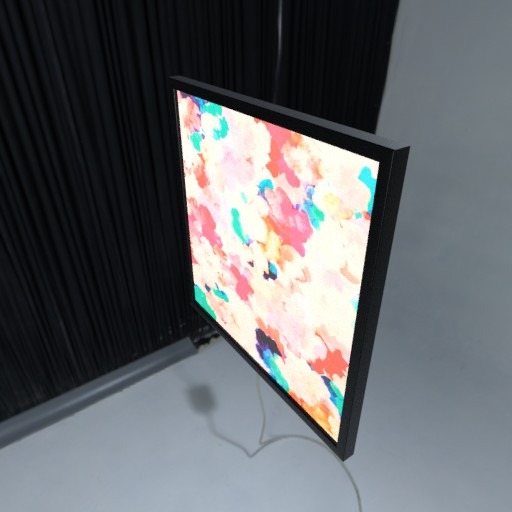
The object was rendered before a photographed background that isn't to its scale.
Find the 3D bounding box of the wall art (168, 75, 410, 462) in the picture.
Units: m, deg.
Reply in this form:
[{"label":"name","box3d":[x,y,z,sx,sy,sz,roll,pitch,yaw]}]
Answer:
[{"label":"wall art","box3d":[0.000,0.000,1.123,0.036,0.755,0.756,-20,37,-30]}]
